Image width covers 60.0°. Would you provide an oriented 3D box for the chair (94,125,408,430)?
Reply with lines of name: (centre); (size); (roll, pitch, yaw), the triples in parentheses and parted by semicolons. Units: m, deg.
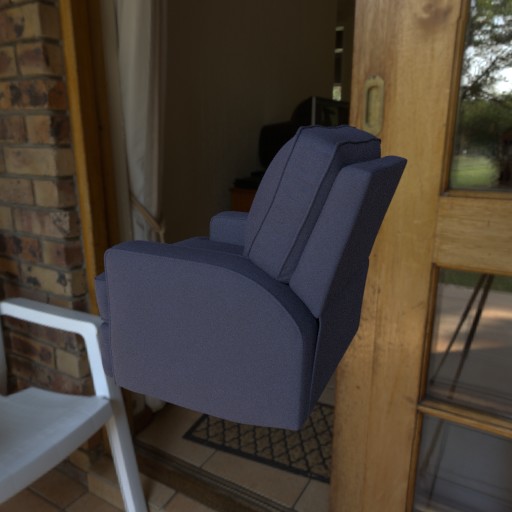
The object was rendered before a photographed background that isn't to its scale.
chair: (0.000, 0.000, 1.691); (0.964, 0.962, 0.861); (7, 16, 24)
